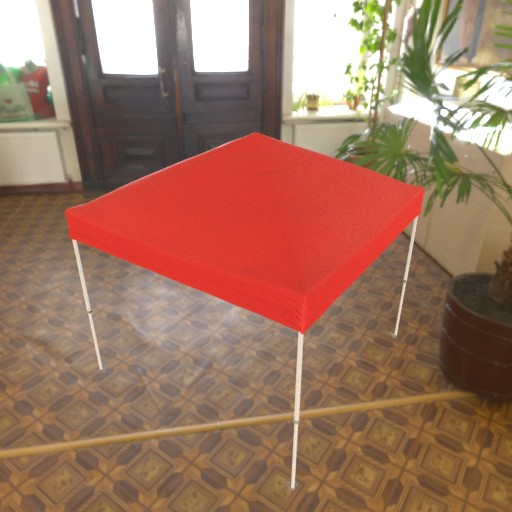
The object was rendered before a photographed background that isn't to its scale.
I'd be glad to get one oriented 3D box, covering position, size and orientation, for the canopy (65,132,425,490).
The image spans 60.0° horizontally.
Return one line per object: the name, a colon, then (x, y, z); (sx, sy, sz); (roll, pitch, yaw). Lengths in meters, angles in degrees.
canopy: (0.000, 0.000, 5.449); (2.996, 2.997, 2.998); (18, 33, 30)
